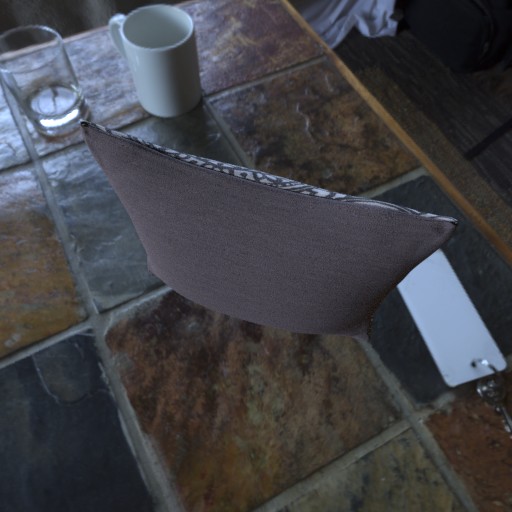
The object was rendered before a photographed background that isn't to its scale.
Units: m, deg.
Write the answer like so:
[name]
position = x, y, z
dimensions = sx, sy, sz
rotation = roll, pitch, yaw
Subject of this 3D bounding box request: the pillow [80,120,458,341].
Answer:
[pillow]
position = 0.000, 0.000, 0.658
dimensions = 0.436, 0.417, 0.148
rotation = 16, 65, 8
